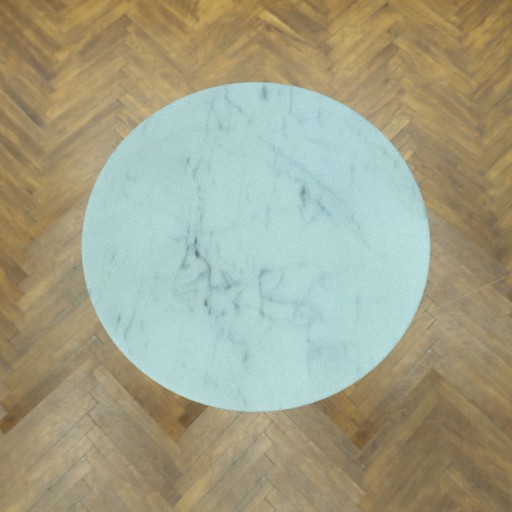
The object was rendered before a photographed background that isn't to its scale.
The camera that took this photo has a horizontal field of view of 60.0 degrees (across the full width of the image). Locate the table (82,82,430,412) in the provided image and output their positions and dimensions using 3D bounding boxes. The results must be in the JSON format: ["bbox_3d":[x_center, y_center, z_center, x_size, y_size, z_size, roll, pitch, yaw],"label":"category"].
[{"bbox_3d":[0.000,0.000,1.233,0.800,0.450,0.800,0,73,0],"label":"table"}]
